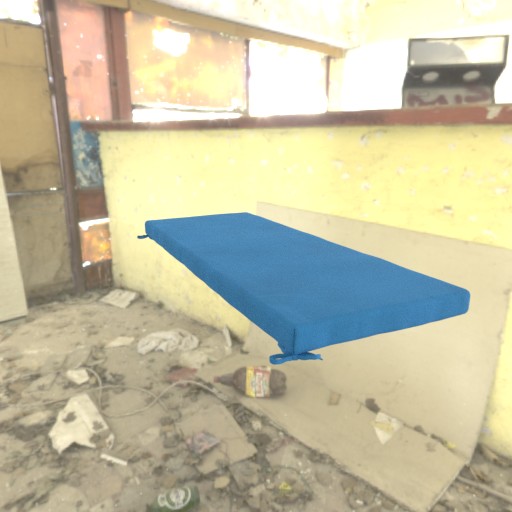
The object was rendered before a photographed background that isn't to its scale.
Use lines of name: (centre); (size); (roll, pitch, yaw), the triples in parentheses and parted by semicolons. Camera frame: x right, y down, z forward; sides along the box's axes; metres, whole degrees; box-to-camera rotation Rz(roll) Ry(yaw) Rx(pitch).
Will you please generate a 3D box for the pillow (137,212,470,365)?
pillow: (0.000, 0.000, 1.358); (0.492, 0.081, 1.187); (-7, 17, -26)
